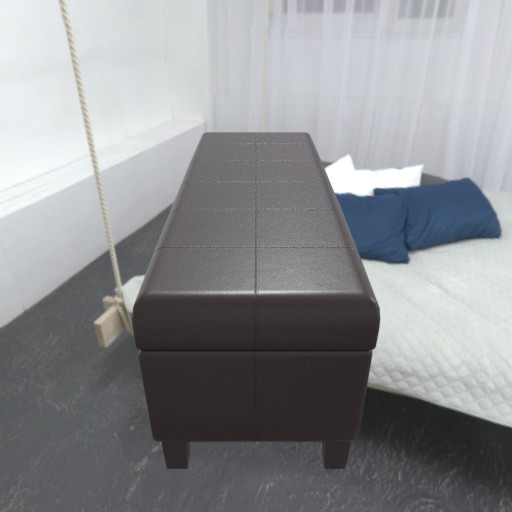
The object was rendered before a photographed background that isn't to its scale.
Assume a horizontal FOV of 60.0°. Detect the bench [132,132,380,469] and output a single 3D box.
[{"bbox_3d":[0.000,0.000,1.300,0.429,0.457,1.092,0,30,0],"label":"bench"}]
